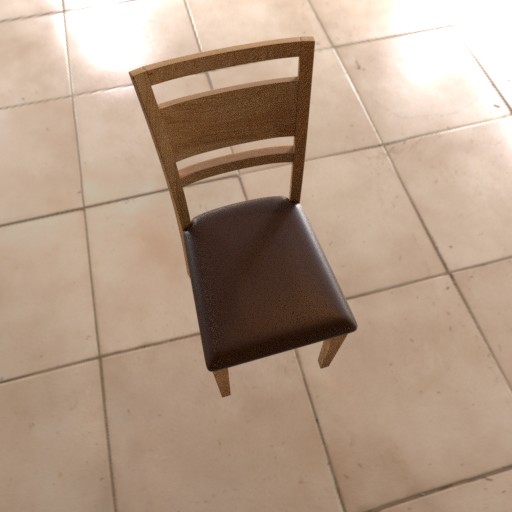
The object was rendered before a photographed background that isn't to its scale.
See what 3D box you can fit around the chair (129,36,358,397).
[{"bbox_3d":[0.000,0.000,1.230,0.420,0.940,0.545,-14,63,-7],"label":"chair"}]
